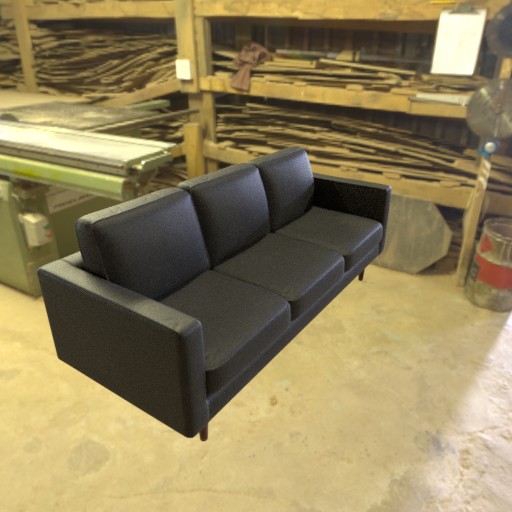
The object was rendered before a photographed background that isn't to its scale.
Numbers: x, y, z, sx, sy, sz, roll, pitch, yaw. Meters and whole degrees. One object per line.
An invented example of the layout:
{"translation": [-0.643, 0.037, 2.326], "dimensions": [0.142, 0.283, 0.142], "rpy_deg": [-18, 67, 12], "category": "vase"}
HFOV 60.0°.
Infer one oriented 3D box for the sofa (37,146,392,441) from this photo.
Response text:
{"translation": [0.000, 0.000, 2.506], "dimensions": [0.879, 0.899, 2.029], "rpy_deg": [17, 31, 31], "category": "sofa"}
